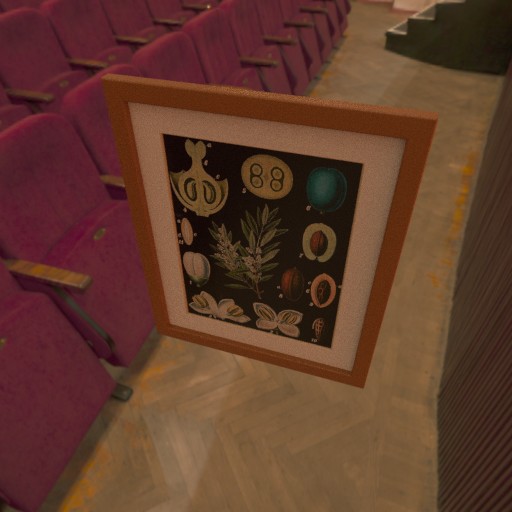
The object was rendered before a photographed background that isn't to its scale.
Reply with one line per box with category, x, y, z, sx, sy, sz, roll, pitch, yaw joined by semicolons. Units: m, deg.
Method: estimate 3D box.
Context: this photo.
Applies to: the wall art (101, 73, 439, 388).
wall art;0.000;0.000;0.516;0.310;0.379;0.015;12;42;14
